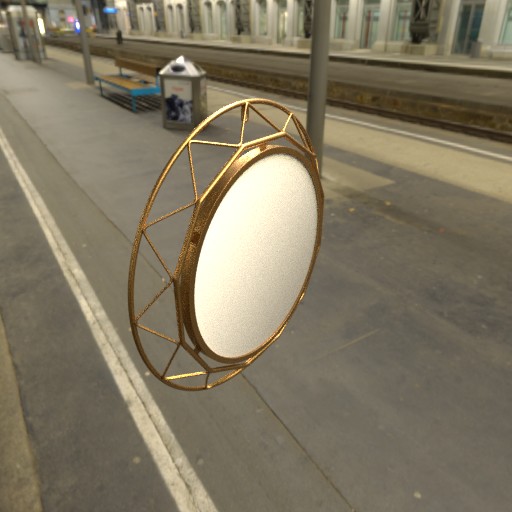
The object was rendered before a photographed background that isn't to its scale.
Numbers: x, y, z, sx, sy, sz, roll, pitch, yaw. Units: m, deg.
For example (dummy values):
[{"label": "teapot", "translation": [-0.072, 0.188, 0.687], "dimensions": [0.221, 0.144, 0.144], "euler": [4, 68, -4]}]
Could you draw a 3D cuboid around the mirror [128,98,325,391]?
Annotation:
[{"label": "mirror", "translation": [0.000, 0.000, 0.680], "dimensions": [0.043, 0.454, 0.454], "euler": [19, 33, 32]}]
